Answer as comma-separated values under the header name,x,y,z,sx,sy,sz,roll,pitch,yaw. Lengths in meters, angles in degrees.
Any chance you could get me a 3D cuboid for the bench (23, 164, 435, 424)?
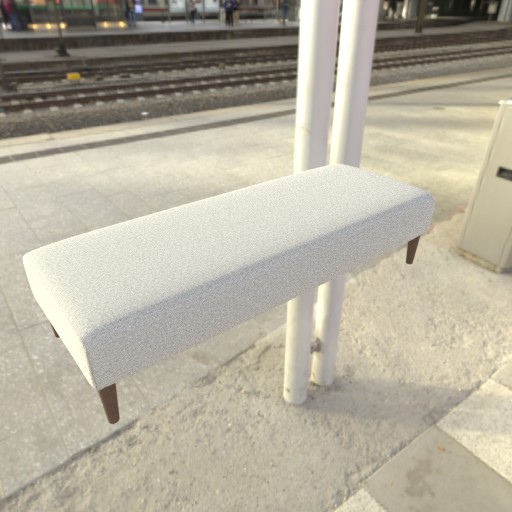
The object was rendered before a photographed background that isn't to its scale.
name,x,y,z,sx,sy,sz,roll,pitch,yaw
bench,0.000,0.000,1.823,1.598,0.383,0.631,-21,36,-33
